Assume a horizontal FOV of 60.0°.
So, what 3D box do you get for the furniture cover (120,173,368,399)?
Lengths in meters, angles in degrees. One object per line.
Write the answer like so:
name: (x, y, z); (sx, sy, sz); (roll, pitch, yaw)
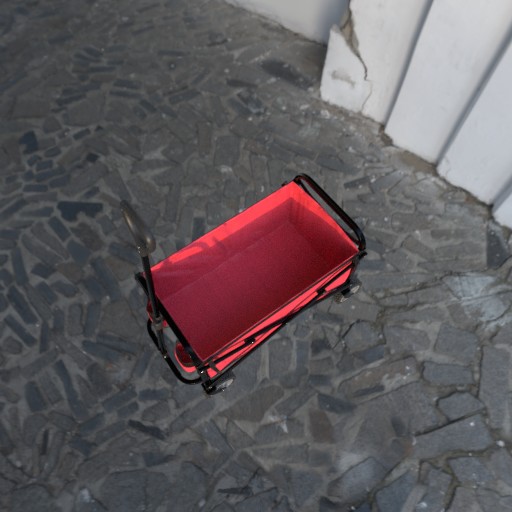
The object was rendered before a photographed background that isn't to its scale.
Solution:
furniture cover: (0.000, 0.000, 1.774); (1.038, 1.295, 0.532); (-33, 67, -16)
